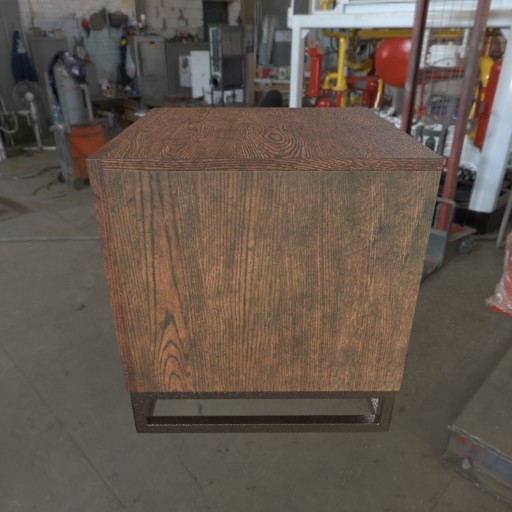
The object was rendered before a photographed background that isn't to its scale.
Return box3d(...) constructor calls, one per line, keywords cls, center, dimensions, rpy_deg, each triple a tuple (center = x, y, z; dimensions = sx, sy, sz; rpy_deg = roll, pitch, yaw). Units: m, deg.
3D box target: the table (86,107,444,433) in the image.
box3d(cls="table", center=(0.000, 0.000, 1.021), dimensions=(0.566, 0.582, 0.506), rpy_deg=(0, 27, 0))
